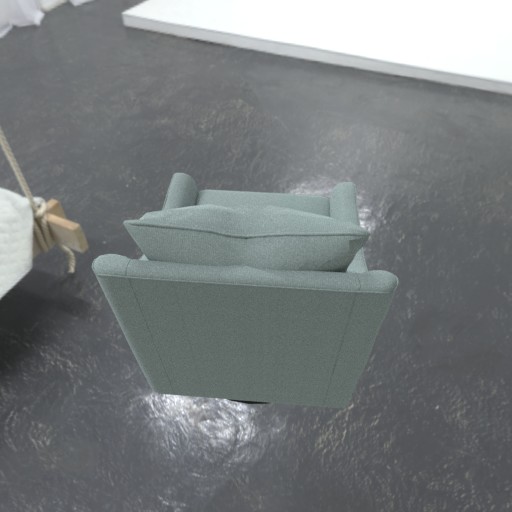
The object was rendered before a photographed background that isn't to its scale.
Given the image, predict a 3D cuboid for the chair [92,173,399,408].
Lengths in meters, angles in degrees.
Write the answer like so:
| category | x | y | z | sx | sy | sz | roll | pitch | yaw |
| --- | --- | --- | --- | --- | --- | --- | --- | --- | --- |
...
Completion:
| category | x | y | z | sx | sy | sz | roll | pitch | yaw |
| --- | --- | --- | --- | --- | --- | --- | --- | --- | --- |
| chair | 0.000 | 0.000 | 1.602 | 0.760 | 0.926 | 0.870 | 3 | 46 | 3 |
